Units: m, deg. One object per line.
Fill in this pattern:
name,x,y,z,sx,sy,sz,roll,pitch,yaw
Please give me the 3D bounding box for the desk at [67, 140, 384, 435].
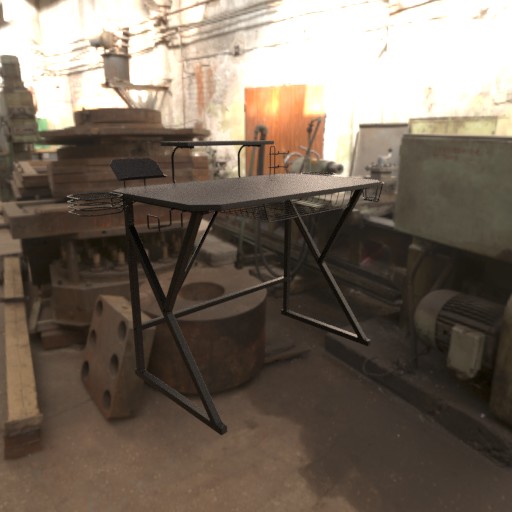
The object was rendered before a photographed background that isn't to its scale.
desk,0.000,0.000,1.763,1.290,0.880,0.580,-15,21,-43
